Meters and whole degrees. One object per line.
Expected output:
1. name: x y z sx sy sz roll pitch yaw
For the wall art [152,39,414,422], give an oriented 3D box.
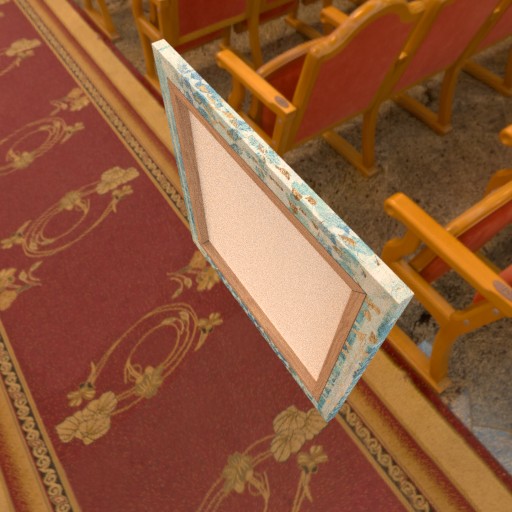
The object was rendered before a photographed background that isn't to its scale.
1. wall art: 0.000 0.000 1.348 0.040 0.916 0.916 -30 62 -18
